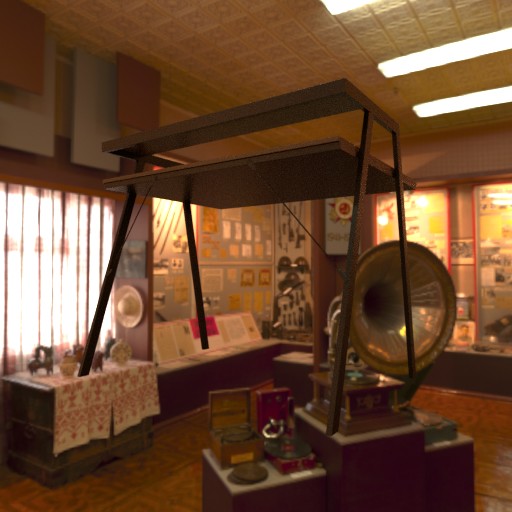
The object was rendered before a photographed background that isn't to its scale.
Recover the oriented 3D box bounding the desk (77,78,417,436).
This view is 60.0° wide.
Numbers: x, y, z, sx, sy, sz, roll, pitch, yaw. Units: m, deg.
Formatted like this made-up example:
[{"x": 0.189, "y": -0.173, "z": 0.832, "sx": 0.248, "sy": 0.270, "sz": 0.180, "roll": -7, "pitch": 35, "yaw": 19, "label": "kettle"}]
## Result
[{"x": 0.000, "y": 0.000, "z": 1.897, "sx": 1.143, "sy": 0.998, "sz": 0.936, "roll": -1, "pitch": -2, "yaw": 35, "label": "desk"}]
